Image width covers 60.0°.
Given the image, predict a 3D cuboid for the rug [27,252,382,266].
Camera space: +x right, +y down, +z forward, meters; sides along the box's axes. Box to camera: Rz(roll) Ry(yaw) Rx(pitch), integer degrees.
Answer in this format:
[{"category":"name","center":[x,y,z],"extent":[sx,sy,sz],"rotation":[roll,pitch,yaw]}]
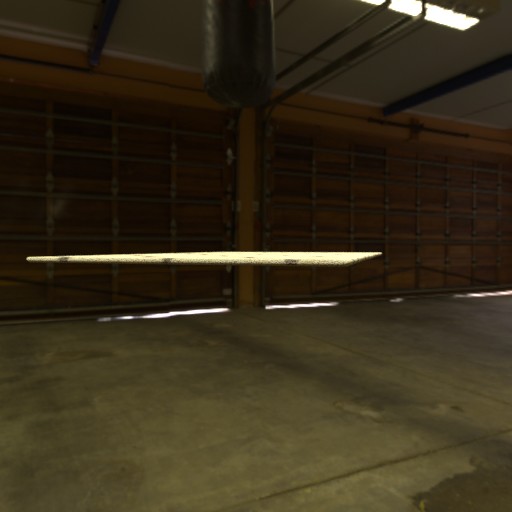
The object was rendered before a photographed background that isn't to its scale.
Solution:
[{"category":"rug","center":[0.000,0.000,2.947],"extent":[1.501,0.024,2.348],"rotation":[0,1,19]}]
